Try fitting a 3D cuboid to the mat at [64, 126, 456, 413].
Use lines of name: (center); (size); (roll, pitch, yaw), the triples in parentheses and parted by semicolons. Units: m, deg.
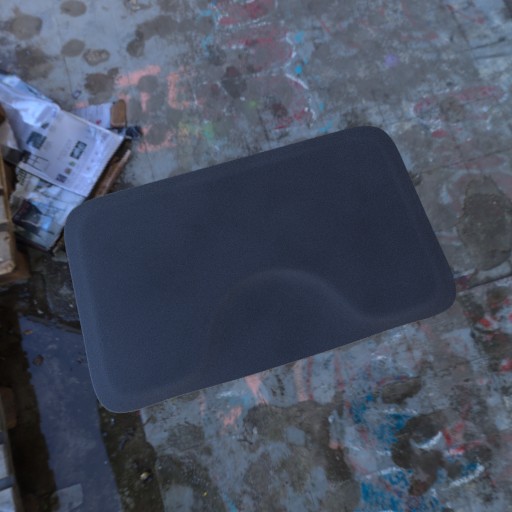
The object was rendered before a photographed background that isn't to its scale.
mat: (0.000, 0.000, 1.866); (1.524, 0.013, 0.918); (-16, 75, -5)
